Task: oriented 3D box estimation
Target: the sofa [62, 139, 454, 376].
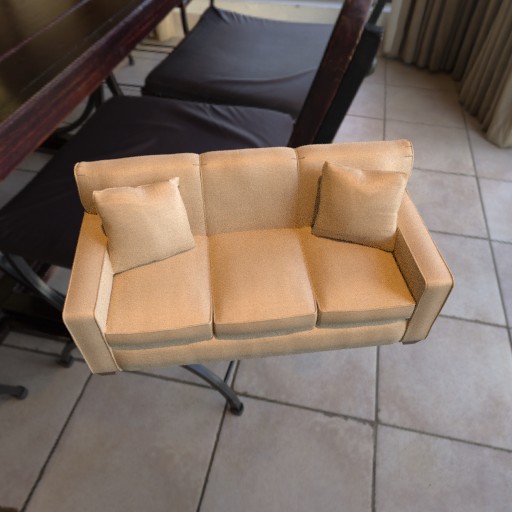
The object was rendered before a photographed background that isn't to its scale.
[{"bbox_3d":[0.000,0.000,2.654,2.024,0.958,0.997,-5,47,-4],"label":"sofa"}]
